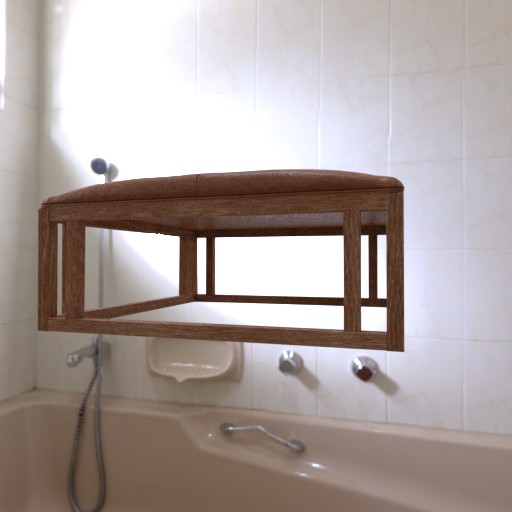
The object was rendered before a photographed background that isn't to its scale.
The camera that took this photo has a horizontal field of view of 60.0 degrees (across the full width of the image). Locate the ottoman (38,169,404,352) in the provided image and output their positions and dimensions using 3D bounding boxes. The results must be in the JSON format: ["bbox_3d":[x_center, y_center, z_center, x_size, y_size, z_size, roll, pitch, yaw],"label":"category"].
[{"bbox_3d":[0.000,0.000,1.616,1.013,0.442,1.016,0,-1,18],"label":"ottoman"}]
